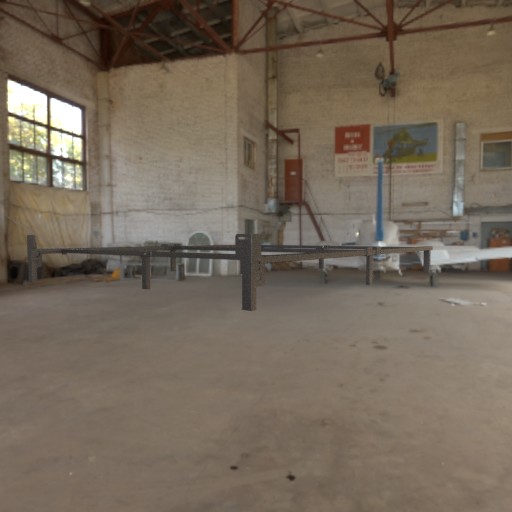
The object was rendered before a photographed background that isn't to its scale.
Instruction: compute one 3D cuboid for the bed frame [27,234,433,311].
[{"bbox_3d":[0.000,0.000,2.657,1.498,0.248,1.990,2,3,37],"label":"bed frame"}]
